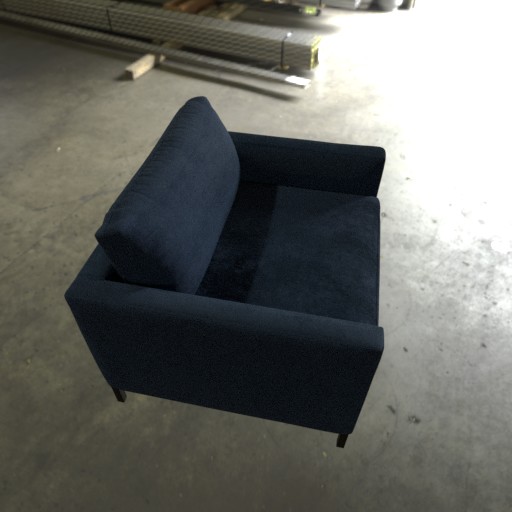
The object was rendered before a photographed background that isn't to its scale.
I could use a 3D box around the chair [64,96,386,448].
[{"bbox_3d":[0.000,0.000,1.592,0.875,0.812,0.964,9,46,8],"label":"chair"}]
